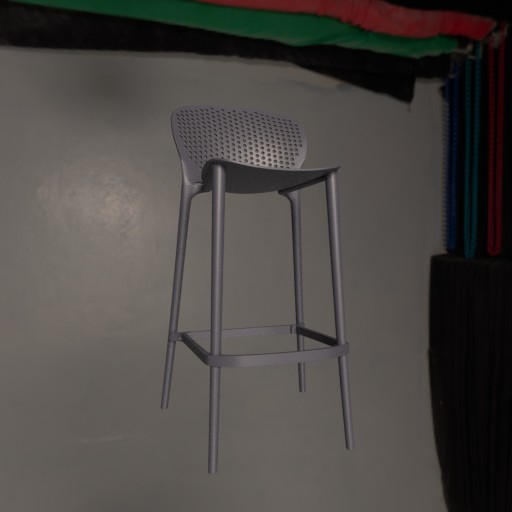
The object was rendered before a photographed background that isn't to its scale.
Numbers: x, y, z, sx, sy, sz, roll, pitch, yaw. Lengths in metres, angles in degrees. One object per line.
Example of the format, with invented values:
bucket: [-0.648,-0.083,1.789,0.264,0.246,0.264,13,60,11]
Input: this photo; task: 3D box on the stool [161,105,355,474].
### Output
stool: [0.000,0.000,1.358,0.536,1.045,0.535,-1,2,-18]
